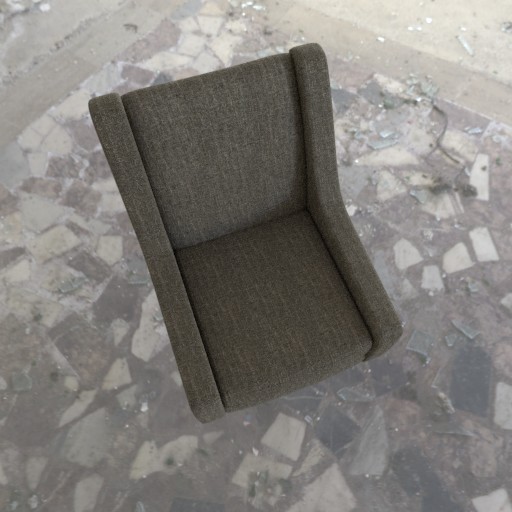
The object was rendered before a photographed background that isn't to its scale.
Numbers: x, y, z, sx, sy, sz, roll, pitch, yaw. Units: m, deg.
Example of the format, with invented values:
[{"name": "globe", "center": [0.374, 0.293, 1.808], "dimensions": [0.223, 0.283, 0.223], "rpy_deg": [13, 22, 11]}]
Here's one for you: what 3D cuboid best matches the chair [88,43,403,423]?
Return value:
[{"name": "chair", "center": [0.000, 0.000, 1.672], "dimensions": [0.793, 1.012, 0.944], "rpy_deg": [-18, 64, -9]}]
